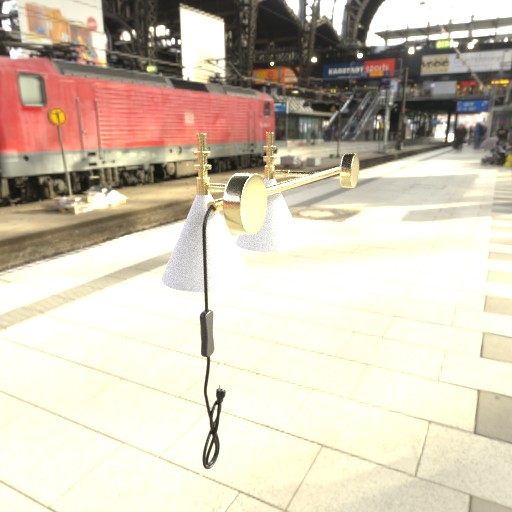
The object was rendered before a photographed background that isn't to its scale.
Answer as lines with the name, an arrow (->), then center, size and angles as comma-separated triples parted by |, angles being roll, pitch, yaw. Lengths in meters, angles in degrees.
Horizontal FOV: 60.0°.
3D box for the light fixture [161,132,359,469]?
light fixture -> 0.000, 0.000, 0.876 | 0.239, 0.468, 0.642 | 8, 18, 25
